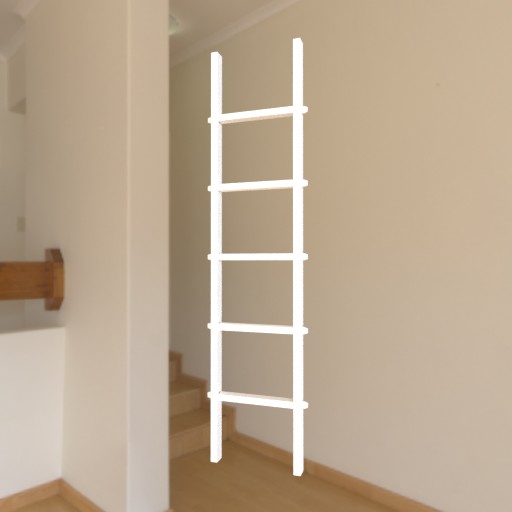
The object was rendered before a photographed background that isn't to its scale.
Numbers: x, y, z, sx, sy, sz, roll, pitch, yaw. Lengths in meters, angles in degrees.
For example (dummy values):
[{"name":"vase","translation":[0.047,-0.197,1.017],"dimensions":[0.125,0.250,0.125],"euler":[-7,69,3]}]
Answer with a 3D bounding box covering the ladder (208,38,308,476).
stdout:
[{"name":"ladder","translation":[0.000,0.000,1.906],"dimensions":[0.452,1.797,0.051],"euler":[0,-1,19]}]
